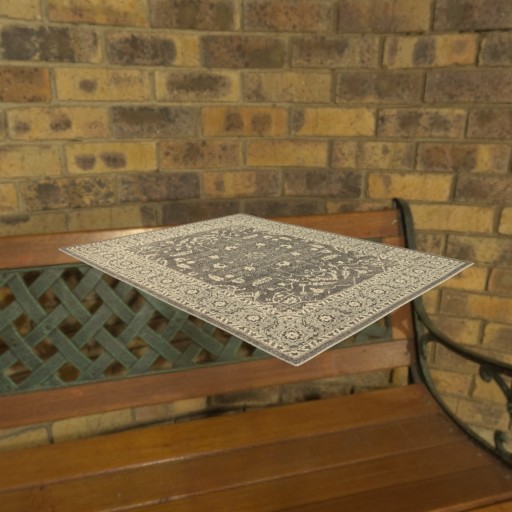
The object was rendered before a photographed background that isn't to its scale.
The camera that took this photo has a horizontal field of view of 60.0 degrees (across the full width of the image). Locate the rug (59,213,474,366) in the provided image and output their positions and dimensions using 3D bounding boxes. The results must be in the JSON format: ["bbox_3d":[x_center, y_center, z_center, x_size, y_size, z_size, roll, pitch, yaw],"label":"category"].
[{"bbox_3d":[0.000,0.000,4.158,2.451,0.026,3.069,-16,24,-42],"label":"rug"}]
